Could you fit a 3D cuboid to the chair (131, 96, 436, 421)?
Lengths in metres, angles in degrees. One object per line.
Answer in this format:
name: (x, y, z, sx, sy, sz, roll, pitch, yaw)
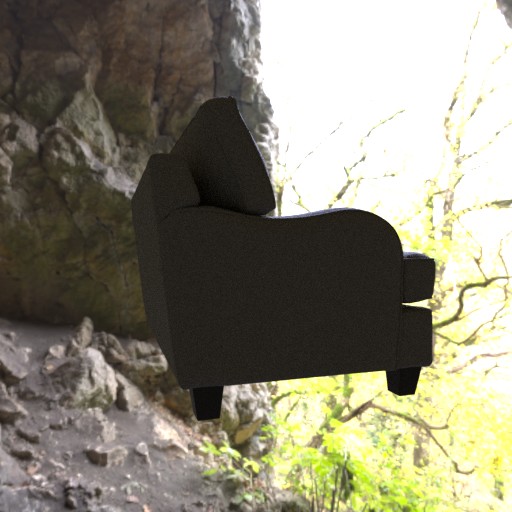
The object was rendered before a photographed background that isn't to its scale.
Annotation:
chair: (0.000, 0.000, 2.010, 1.040, 1.016, 1.220, 0, 1, -18)
